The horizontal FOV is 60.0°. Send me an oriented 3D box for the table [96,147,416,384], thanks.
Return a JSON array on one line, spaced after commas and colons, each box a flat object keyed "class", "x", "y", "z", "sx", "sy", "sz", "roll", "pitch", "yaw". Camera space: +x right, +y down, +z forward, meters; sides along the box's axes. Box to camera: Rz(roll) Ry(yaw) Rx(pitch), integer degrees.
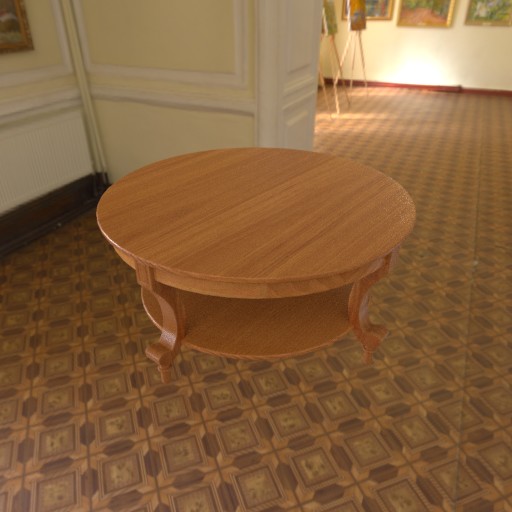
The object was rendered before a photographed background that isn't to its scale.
[{"class": "table", "x": 0.000, "y": 0.000, "z": 1.610, "sx": 1.029, "sy": 0.490, "sz": 1.029, "roll": 0, "pitch": 31, "yaw": 0}]
